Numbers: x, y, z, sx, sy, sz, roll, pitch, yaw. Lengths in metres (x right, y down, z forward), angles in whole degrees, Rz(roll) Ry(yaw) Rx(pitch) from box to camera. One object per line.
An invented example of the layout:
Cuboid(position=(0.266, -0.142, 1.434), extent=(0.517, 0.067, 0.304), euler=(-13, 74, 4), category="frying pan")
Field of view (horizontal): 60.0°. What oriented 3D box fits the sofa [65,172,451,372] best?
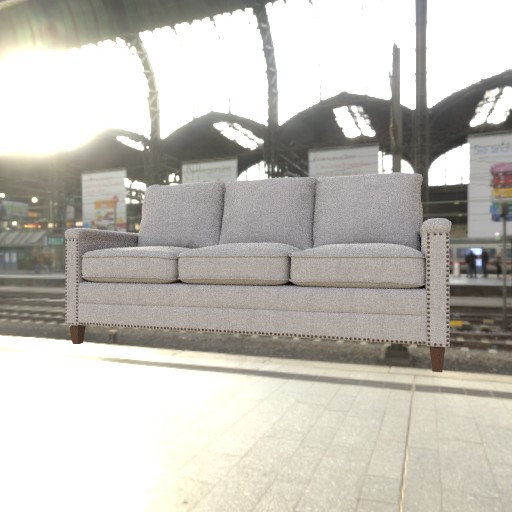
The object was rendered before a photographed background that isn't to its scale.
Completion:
Cuboid(position=(0.000, 0.000, 2.452), extent=(1.925, 0.959, 0.828), euler=(0, 0, 19), category="sofa")
